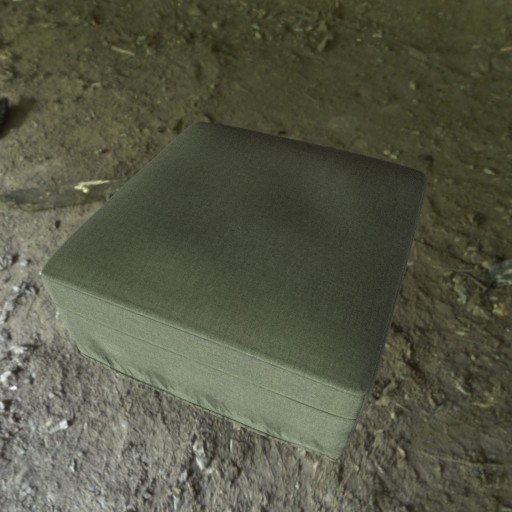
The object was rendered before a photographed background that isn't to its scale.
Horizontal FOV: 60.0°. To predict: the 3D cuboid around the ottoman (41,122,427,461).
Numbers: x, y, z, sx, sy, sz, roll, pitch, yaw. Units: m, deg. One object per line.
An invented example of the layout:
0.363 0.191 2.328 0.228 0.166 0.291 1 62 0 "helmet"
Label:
0.000 0.000 1.343 0.843 0.436 0.840 17 48 16 "ottoman"
